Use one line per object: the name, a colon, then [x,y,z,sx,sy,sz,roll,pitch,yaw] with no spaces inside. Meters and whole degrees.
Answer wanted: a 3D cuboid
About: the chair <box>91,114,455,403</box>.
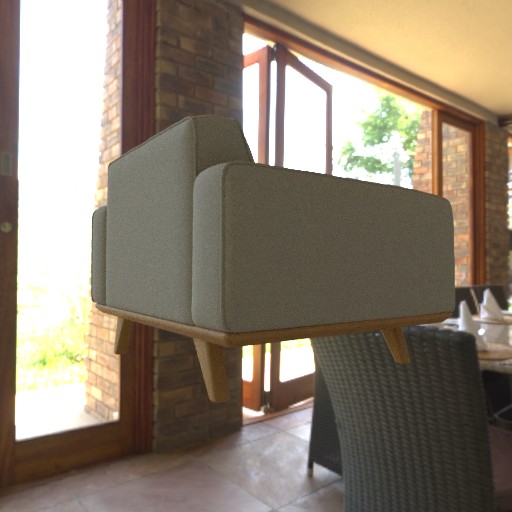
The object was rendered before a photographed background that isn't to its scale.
chair: [0.000,0.000,1.700,0.953,0.779,1.115,1,-2,-36]
